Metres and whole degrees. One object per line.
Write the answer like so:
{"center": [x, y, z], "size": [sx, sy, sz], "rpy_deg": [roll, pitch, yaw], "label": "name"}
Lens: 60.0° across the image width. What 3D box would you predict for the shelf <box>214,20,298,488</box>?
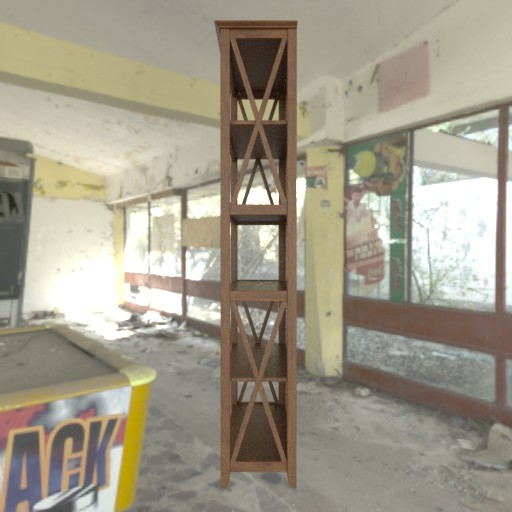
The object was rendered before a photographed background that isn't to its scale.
{"center": [0.000, 0.000, 2.193], "size": [0.335, 1.905, 0.805], "rpy_deg": [0, 1, 0], "label": "shelf"}
